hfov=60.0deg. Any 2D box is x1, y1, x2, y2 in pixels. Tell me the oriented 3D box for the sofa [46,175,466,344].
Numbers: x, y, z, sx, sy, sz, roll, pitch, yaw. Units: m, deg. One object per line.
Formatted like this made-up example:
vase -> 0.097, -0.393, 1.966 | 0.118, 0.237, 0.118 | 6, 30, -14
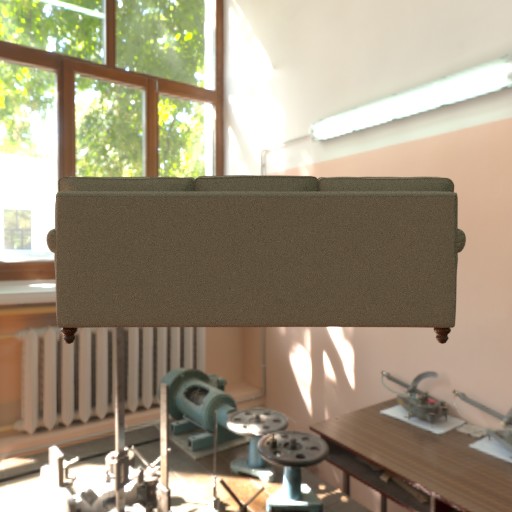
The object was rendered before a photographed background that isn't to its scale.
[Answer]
sofa -> 0.000, 0.000, 2.833 | 2.354, 0.948, 0.966 | 0, 1, 0
